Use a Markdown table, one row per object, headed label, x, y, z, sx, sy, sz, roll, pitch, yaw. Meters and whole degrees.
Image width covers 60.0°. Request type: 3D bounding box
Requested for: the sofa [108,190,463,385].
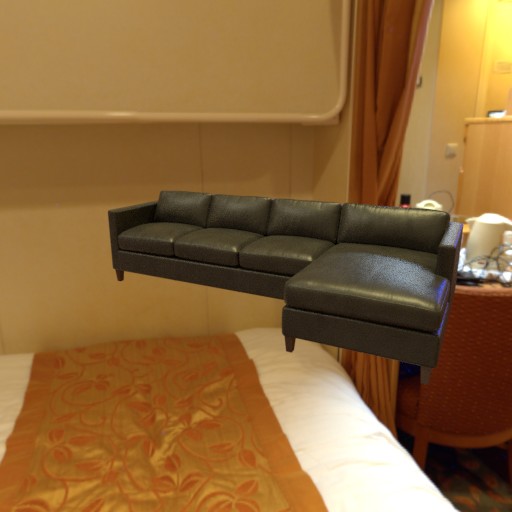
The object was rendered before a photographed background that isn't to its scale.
| label | x | y | z | sx | sy | sz | roll | pitch | yaw |
| --- | --- | --- | --- | --- | --- | --- | --- | --- | --- |
| sofa | 0.000 | 0.000 | 3.911 | 3.203 | 0.883 | 1.581 | 8 | 17 | 26 |
